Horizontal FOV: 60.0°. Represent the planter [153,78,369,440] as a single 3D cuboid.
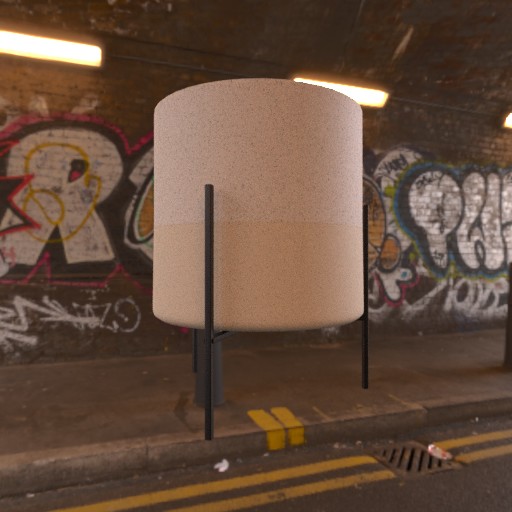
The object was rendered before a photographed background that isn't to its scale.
[{"bbox_3d":[0.000,0.000,0.665,0.313,0.423,0.335,0,0,19],"label":"planter"}]
